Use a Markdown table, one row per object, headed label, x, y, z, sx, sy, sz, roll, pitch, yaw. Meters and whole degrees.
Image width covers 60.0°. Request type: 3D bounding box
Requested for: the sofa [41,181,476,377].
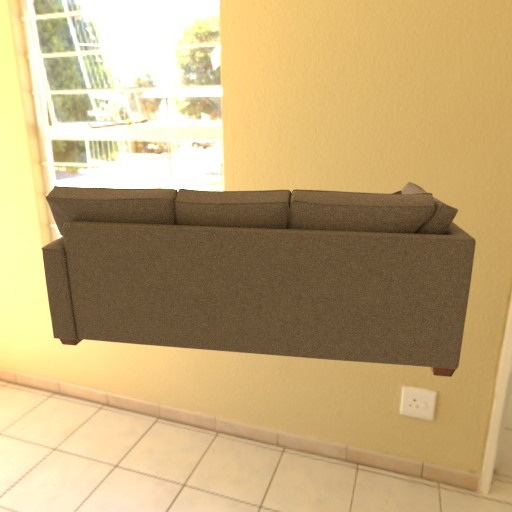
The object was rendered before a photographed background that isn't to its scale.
| label | x | y | z | sx | sy | sz | roll | pitch | yaw |
| --- | --- | --- | --- | --- | --- | --- | --- | --- | --- |
| sofa | 0.000 | 0.000 | 2.858 | 2.317 | 0.962 | 1.061 | 3 | 16 | 9 |
